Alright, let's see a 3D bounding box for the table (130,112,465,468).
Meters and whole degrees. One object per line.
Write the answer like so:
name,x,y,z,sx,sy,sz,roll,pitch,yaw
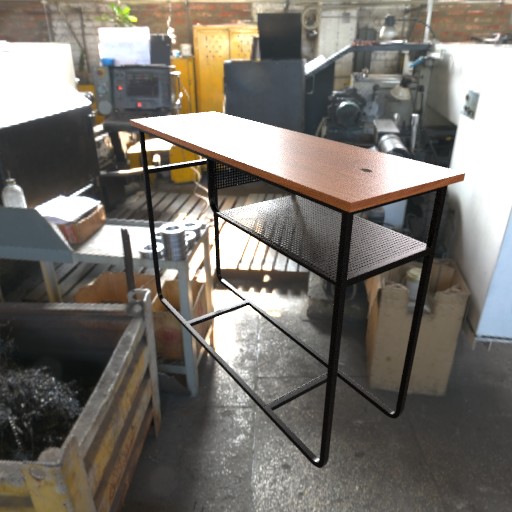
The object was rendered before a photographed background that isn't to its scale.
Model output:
table,0.000,0.000,1.448,0.350,0.750,1.100,-17,31,-31
